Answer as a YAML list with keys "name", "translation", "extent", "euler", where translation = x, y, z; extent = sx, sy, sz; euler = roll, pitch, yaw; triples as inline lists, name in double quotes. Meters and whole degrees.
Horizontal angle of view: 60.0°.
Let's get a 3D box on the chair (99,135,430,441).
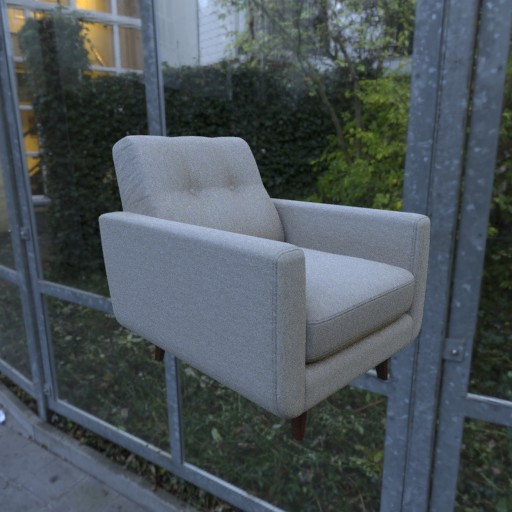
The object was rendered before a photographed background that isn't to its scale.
- name: "chair"
  translation: [0.000, 0.000, 1.829]
  extent: [0.897, 0.965, 1.128]
  euler: [-13, 19, -43]
